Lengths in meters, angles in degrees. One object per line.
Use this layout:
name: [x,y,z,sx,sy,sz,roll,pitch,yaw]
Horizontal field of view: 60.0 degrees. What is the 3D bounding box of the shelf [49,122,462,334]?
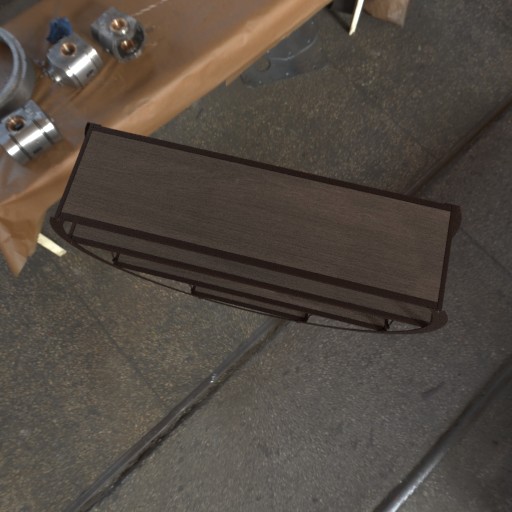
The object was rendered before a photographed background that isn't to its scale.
shelf: [0.000,0.000,1.876,1.403,1.063,0.344,13,76,4]
